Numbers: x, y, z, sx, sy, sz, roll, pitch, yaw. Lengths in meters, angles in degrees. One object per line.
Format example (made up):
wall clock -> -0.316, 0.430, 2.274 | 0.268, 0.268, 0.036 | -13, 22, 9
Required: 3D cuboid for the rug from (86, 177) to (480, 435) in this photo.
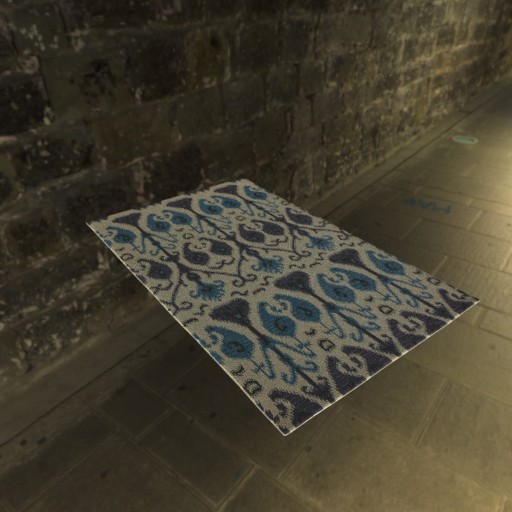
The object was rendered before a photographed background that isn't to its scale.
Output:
rug -> 0.000, 0.000, 2.147 | 1.072, 0.013, 1.698 | -22, 38, -31
